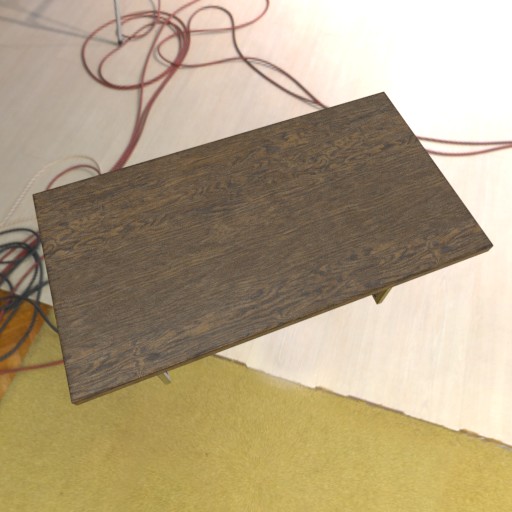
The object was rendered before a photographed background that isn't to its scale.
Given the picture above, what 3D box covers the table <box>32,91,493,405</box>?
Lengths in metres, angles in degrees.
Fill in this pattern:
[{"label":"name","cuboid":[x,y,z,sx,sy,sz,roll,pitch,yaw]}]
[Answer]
[{"label":"table","cuboid":[0.000,0.000,2.505,1.989,0.795,1.078,-19,65,-9]}]
